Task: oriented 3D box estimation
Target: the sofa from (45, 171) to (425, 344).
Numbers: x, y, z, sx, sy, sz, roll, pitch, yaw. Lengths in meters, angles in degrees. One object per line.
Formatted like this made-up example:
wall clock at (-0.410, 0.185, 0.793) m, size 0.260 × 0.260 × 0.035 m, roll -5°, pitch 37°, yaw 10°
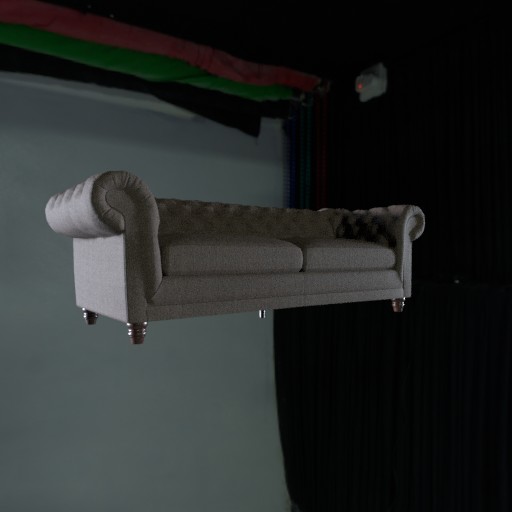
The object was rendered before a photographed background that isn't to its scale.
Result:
sofa at (0.000, 0.000, 2.872) m, size 2.385 × 0.787 × 0.944 m, roll 0°, pitch 0°, yaw -37°
